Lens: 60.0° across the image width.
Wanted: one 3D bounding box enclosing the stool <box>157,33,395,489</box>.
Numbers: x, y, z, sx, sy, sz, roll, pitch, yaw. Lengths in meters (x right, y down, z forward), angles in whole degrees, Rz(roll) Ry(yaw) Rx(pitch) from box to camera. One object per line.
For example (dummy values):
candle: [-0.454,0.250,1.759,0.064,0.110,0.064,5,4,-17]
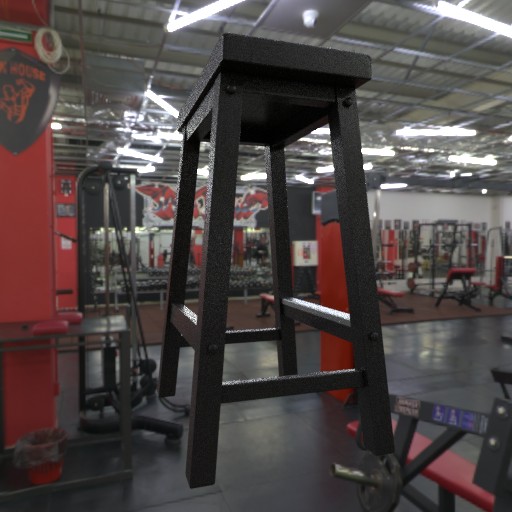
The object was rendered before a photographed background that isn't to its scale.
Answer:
stool: [0.000,0.000,0.824,0.322,0.610,0.406,-1,2,-19]
